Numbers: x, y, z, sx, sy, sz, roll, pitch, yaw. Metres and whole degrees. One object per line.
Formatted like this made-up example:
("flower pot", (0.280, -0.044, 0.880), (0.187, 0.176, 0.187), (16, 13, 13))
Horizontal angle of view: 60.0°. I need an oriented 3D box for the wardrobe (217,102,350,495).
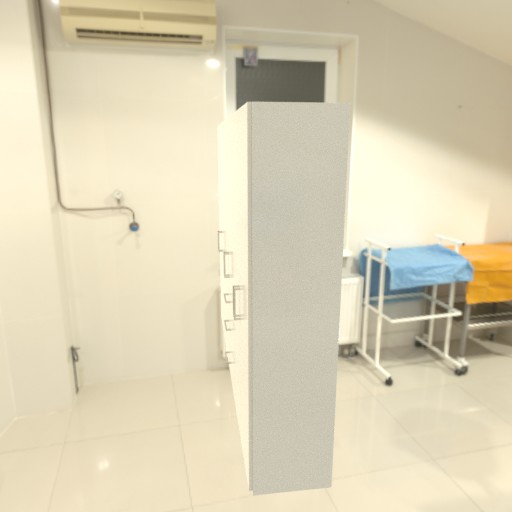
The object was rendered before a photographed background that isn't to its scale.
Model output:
("wardrobe", (0.000, 0.000, 3.983), (0.580, 2.360, 3.000), (-2, 14, -7))
